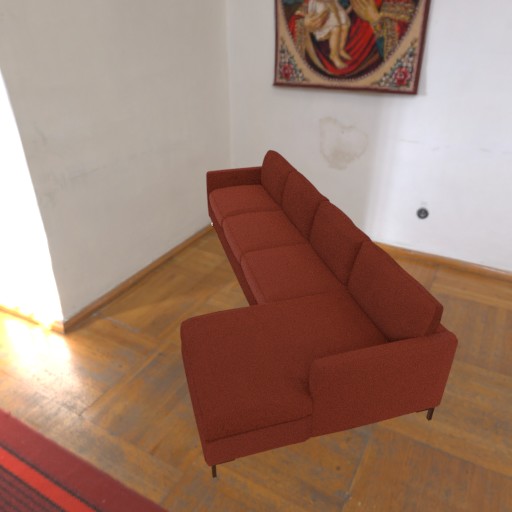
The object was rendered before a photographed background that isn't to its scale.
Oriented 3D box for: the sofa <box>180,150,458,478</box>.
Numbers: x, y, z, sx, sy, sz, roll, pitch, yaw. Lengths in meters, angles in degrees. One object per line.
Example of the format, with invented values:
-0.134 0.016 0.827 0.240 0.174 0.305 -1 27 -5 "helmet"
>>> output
0.000 0.000 3.381 1.350 0.810 2.932 -8 31 -14 "sofa"
